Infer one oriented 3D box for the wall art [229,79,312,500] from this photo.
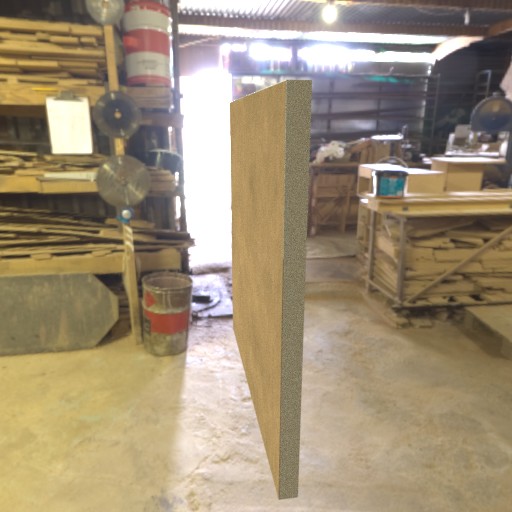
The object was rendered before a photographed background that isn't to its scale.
[{"bbox_3d":[0.000,0.000,0.664,0.023,0.453,0.455,-3,17,-9],"label":"wall art"}]
